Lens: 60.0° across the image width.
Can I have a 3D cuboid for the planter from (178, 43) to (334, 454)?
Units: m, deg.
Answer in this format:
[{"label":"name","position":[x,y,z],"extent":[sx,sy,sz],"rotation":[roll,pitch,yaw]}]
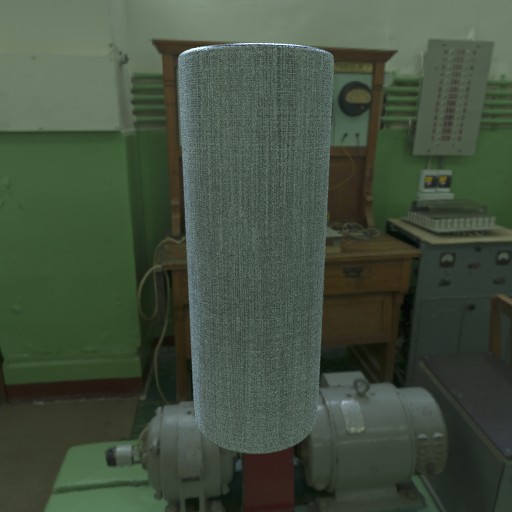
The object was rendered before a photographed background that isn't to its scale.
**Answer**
[{"label":"planter","position":[0.000,0.000,0.326],"extent":[0.100,0.270,0.100],"rotation":[-3,17,-9]}]
